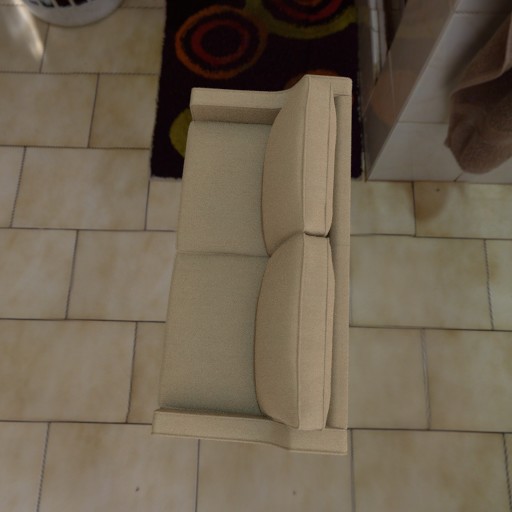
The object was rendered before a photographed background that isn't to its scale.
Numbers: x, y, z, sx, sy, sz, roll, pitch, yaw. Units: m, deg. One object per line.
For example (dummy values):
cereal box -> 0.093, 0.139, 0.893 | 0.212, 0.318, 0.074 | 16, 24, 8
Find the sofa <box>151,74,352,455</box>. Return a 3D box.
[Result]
sofa -> 0.000, 0.000, 2.833 | 1.066, 1.071, 2.178 | 4, 75, 1
